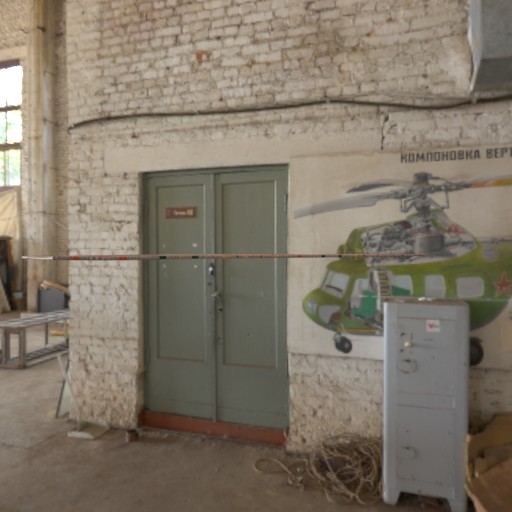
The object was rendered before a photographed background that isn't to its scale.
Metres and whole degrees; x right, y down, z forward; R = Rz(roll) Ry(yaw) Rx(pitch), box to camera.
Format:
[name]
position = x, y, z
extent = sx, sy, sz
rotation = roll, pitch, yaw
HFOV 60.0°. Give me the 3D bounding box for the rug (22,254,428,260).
[rug]
position = 0.000, 0.000, 2.669
extent = 2.419, 0.022, 0.744
rotation = 0, 1, -36
